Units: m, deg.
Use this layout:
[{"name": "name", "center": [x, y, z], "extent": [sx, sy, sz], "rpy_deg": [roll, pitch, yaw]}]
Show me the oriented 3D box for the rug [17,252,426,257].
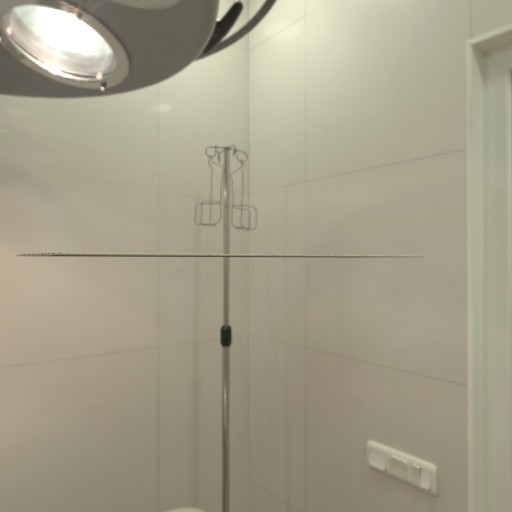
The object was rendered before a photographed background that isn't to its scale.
[{"name": "rug", "center": [0.000, 0.000, 2.656], "extent": [2.435, 0.009, 0.750], "rpy_deg": [0, -1, -38]}]
